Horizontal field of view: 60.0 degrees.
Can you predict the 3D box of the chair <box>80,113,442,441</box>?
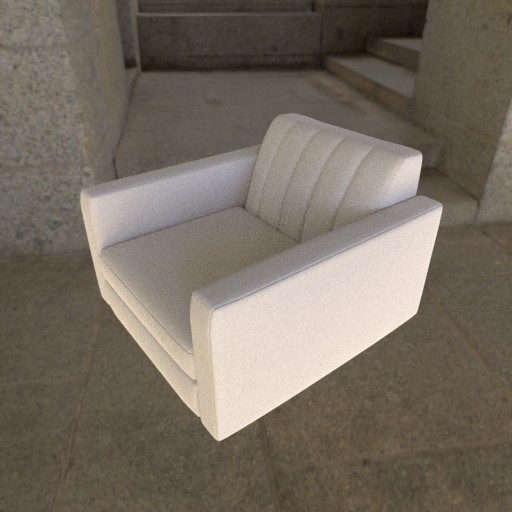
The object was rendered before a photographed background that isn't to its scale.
[{"bbox_3d":[0.000,0.000,1.705,0.998,0.819,0.953,-22,38,-31],"label":"chair"}]
